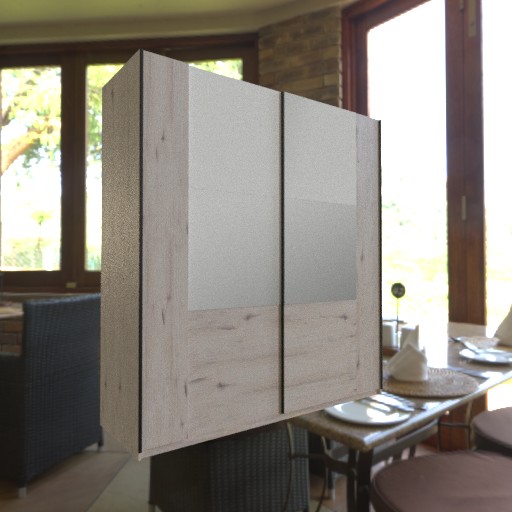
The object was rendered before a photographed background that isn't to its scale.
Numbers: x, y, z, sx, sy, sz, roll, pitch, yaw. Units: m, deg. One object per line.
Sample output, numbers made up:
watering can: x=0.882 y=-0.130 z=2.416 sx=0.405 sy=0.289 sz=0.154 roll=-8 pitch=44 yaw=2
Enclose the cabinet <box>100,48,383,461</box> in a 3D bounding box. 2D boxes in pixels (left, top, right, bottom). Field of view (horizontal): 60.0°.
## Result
cabinet: x=0.000 y=0.000 z=3.191 sx=2.000 sy=2.180 sz=0.660 roll=1 pitch=-1 yaw=-36
